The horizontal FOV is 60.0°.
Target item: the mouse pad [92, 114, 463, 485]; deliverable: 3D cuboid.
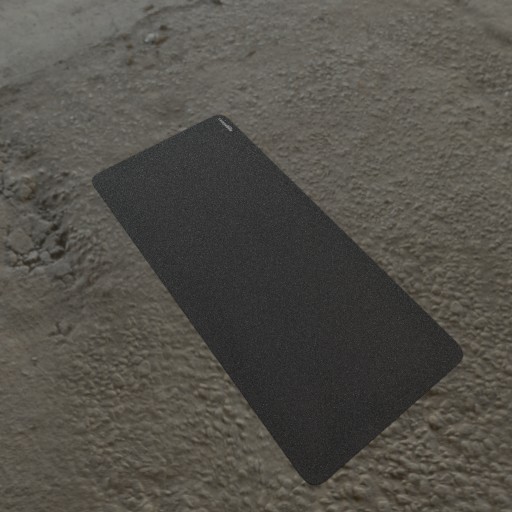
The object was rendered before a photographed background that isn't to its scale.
[{"bbox_3d":[0.000,0.000,1.037,0.424,0.003,0.907,-32,64,-18],"label":"mouse pad"}]
